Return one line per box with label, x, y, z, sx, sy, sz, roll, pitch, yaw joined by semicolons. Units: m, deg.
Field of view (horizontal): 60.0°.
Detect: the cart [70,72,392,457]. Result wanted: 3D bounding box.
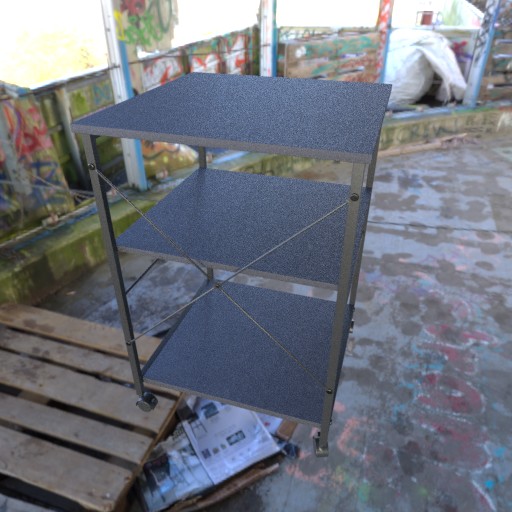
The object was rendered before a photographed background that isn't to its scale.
cart;0.000;0.000;1.123;0.521;0.762;0.520;10;34;15
